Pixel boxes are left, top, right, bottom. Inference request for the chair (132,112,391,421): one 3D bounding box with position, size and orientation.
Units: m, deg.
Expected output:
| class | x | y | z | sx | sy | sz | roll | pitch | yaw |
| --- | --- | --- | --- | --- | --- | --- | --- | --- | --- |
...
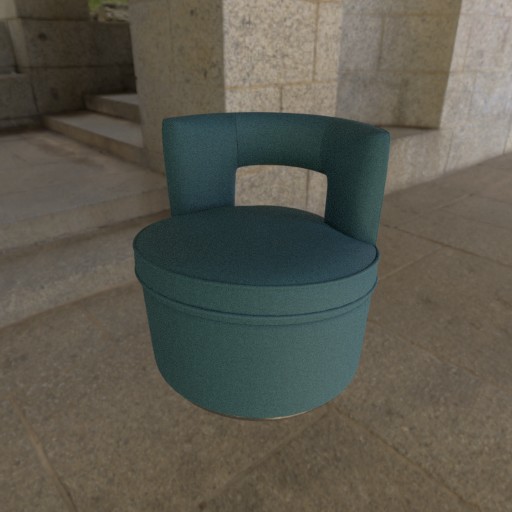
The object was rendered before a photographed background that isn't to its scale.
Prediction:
| class | x | y | z | sx | sy | sz | roll | pitch | yaw |
| --- | --- | --- | --- | --- | --- | --- | --- | --- | --- |
| chair | 0.000 | 0.000 | 1.268 | 0.684 | 0.711 | 0.660 | 9 | 27 | 17 |
